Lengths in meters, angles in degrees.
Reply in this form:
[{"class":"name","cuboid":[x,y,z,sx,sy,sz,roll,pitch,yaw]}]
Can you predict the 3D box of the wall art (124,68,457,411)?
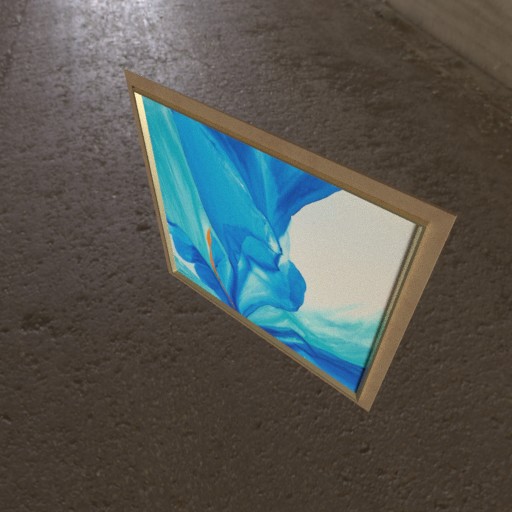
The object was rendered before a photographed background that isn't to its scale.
[{"class":"wall art","cuboid":[0.000,0.000,1.648,1.168,1.067,0.025,31,55,25]}]
